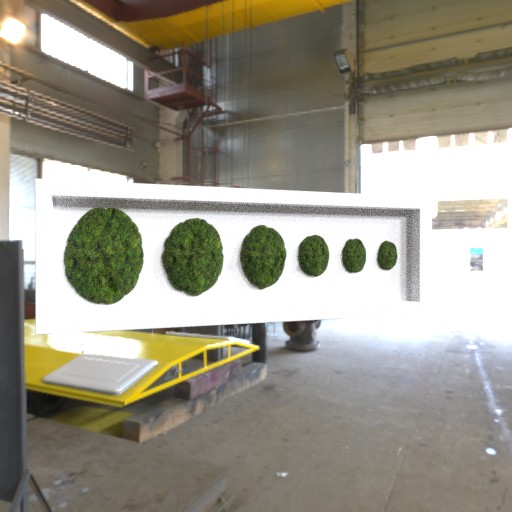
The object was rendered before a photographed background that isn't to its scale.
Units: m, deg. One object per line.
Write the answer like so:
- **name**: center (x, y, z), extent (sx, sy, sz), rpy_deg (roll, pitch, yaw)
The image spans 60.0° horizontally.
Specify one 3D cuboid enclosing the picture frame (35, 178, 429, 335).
- **picture frame**: center (0.000, 0.000, 0.851), extent (0.759, 0.250, 0.050), rpy_deg (0, 1, -18)
